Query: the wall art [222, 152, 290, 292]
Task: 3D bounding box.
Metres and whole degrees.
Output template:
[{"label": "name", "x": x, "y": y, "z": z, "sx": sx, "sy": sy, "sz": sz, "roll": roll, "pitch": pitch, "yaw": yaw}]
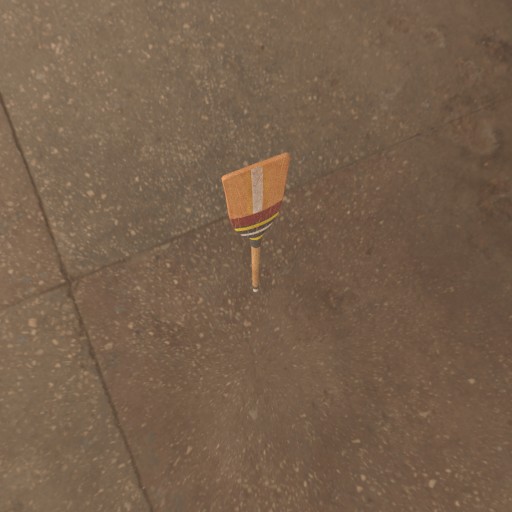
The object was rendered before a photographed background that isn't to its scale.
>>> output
[{"label": "wall art", "x": 0.000, "y": 0.000, "z": 1.639, "sx": 0.146, "sy": 1.556, "sz": 0.038, "roll": -22, "pitch": 78, "yaw": -5}]
